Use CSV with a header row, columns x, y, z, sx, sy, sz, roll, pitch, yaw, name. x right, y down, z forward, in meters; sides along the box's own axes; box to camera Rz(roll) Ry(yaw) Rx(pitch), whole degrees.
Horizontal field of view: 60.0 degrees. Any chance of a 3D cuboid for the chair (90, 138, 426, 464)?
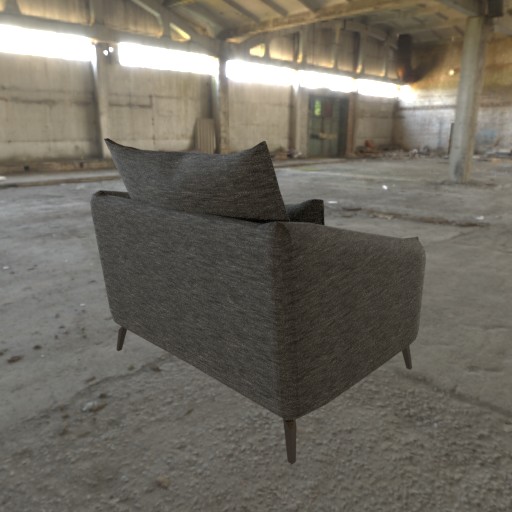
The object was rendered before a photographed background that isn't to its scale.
x,y,z,sx,sy,sz,roll,pitch,yaw,name
0.000,0.000,1.637,1.004,0.842,0.805,15,21,42,chair
